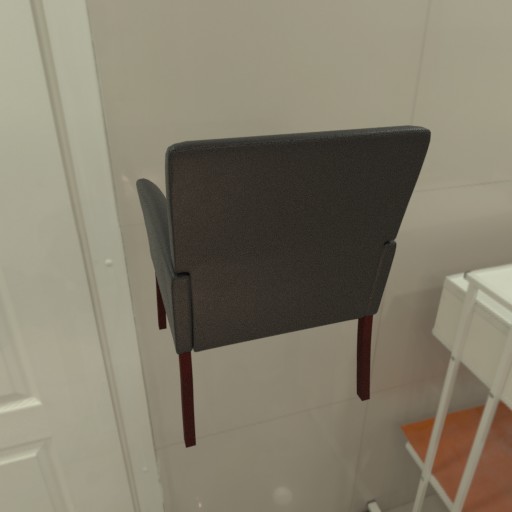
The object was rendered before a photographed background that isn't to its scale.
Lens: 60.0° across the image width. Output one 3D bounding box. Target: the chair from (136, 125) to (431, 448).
[{"bbox_3d":[0.000,0.000,1.484,0.683,0.951,0.772,-9,28,-16],"label":"chair"}]
